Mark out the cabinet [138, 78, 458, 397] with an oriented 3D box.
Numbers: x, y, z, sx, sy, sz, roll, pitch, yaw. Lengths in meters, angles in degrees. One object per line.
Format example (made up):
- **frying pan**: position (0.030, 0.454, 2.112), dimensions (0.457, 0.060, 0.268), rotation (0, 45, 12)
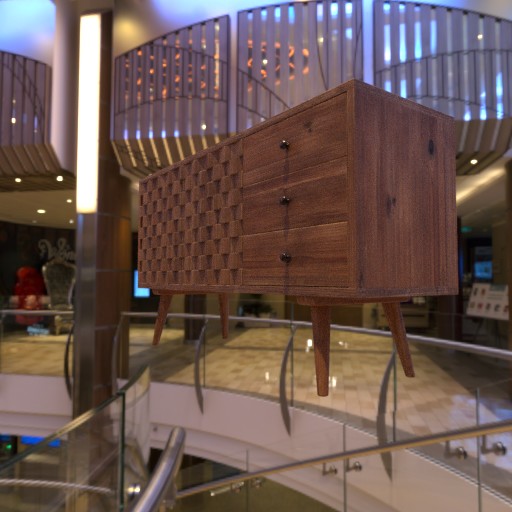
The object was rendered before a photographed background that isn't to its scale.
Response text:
- **cabinet**: position (0.000, 0.000, 1.751), dimensions (0.472, 0.800, 1.400), rotation (2, -4, -36)
